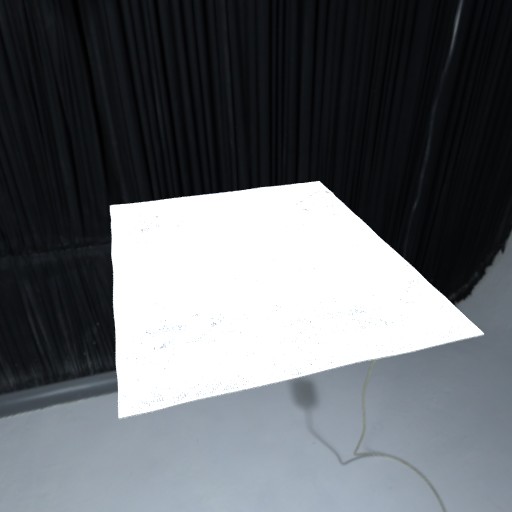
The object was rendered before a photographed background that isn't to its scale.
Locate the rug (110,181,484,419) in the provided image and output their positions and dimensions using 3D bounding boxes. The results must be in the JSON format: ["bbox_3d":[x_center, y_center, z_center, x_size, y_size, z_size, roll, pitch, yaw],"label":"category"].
[{"bbox_3d":[0.000,0.000,0.878,0.548,0.006,0.639,-9,33,-14],"label":"rug"}]
